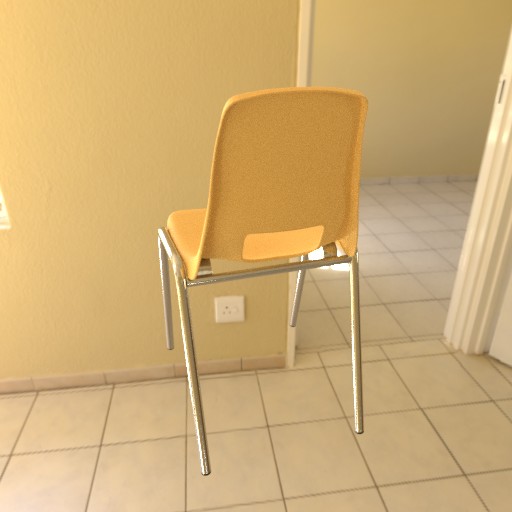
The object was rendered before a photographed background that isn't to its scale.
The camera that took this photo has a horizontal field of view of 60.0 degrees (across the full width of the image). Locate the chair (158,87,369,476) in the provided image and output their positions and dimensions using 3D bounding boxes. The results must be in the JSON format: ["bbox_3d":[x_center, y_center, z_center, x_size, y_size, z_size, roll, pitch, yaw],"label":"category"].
[{"bbox_3d":[0.000,0.000,0.938,0.381,0.704,0.436,-8,27,-16],"label":"chair"}]
